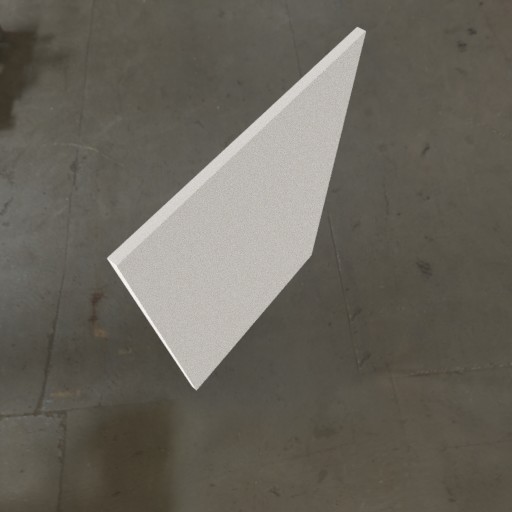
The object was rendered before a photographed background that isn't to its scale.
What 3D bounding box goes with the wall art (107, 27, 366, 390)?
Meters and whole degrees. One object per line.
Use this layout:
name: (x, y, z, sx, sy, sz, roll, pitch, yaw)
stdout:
wall art: (0.000, 0.000, 0.583, 0.010, 0.474, 0.325, 36, 68, 17)
